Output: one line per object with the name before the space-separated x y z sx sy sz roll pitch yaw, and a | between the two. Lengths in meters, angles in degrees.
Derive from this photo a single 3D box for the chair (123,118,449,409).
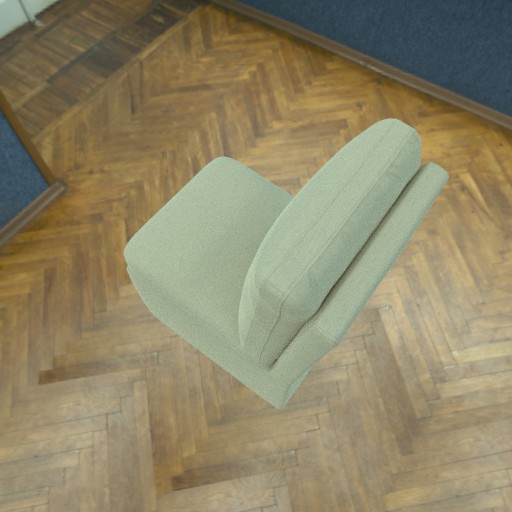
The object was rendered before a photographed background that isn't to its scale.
chair | 0.000 0.000 1.294 0.698 0.927 0.503 33 66 17
